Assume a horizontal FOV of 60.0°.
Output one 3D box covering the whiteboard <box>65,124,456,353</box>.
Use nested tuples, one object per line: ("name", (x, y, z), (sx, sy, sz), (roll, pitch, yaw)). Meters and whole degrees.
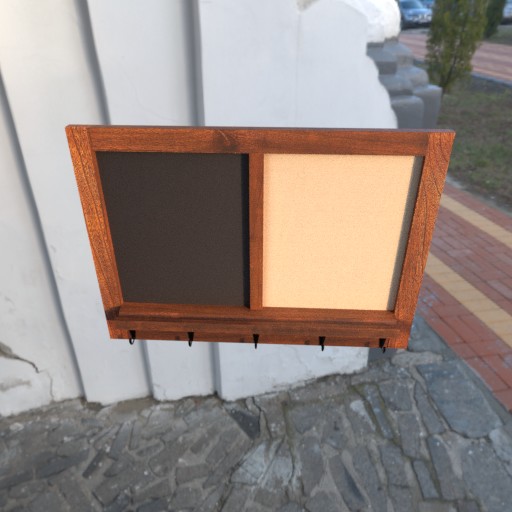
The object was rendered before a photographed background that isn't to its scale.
("whiteboard", (0.000, 0.000, 0.994), (0.768, 0.553, 0.083), (1, 30, 2))
